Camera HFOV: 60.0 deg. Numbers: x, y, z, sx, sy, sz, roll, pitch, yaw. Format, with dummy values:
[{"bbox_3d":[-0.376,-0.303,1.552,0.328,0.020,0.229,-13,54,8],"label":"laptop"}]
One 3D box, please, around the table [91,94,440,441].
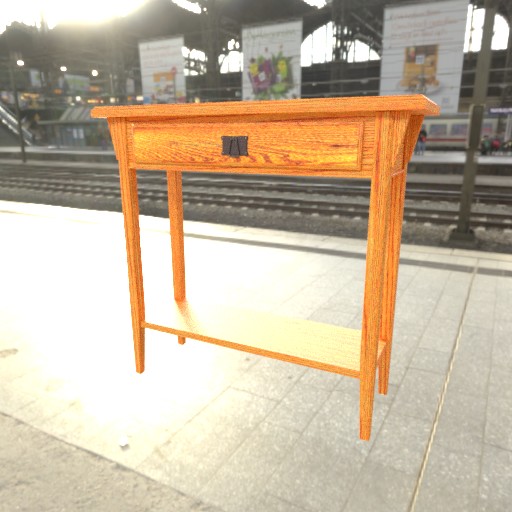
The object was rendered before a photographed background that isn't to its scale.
[{"bbox_3d":[0.000,0.000,1.102,0.762,0.711,0.254,7,17,26],"label":"table"}]
